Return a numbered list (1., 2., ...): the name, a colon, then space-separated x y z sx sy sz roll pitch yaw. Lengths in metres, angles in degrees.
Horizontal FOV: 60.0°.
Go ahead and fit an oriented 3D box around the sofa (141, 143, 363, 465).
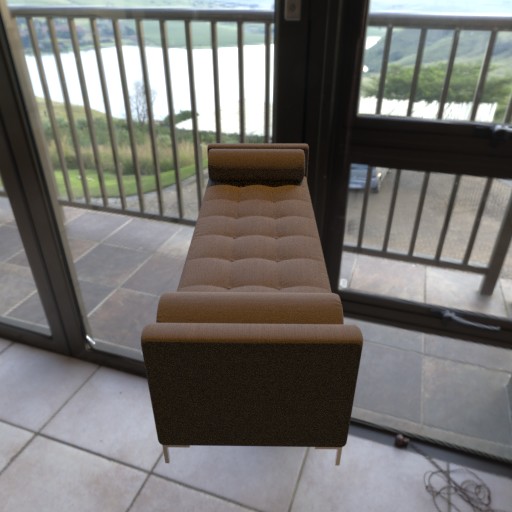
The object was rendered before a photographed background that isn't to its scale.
1. sofa: 0.000 0.000 2.334 0.686 0.635 1.981 0 31 1
